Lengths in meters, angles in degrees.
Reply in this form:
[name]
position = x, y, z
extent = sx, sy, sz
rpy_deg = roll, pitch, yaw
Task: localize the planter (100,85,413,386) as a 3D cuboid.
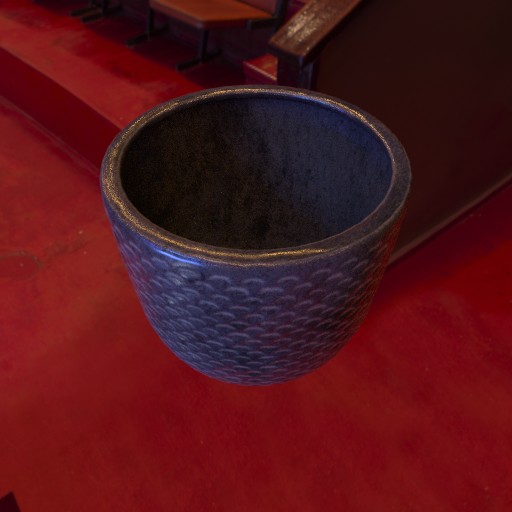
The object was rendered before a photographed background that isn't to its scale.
[planter]
position = 0.000, 0.000, 0.351
extent = 0.197, 0.191, 0.197
rpy_deg = 0, 46, 0
